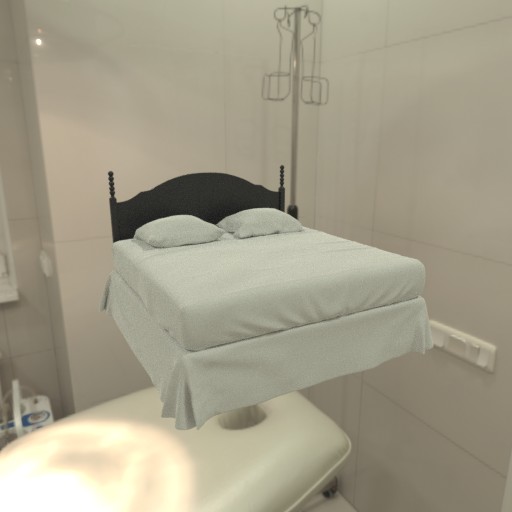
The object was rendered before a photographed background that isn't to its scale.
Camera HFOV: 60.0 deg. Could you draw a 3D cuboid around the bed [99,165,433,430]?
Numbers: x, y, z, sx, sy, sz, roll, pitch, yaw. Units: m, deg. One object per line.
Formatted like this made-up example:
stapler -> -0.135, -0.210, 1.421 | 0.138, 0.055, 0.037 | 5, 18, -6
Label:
bed -> 0.000, 0.000, 3.774 | 2.322, 1.355, 2.219 | -8, 17, -28
